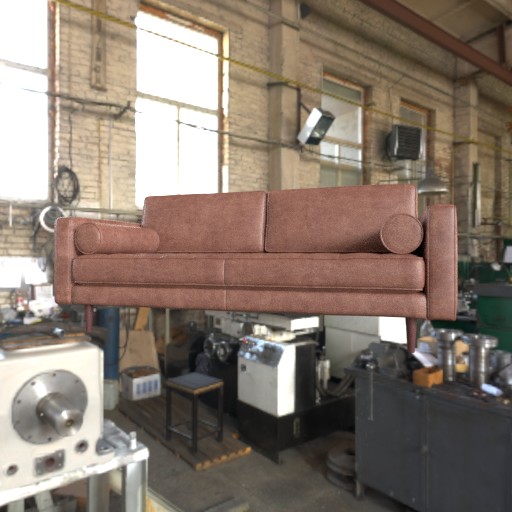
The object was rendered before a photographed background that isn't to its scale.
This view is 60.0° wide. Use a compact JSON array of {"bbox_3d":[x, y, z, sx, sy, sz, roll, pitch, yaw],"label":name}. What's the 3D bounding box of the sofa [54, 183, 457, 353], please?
[{"bbox_3d":[0.000,0.000,2.332,1.870,0.760,0.910,0,0,18],"label":"sofa"}]
